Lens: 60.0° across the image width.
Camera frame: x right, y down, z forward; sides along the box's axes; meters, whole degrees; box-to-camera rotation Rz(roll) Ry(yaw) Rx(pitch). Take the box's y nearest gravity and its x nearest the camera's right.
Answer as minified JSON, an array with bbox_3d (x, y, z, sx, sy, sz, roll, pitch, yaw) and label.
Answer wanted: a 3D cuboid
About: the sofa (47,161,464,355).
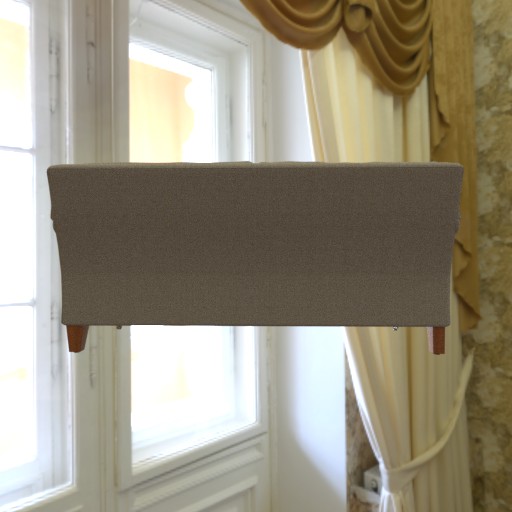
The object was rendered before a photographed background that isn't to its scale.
[{"bbox_3d":[0.000,0.000,2.745,2.160,1.054,1.087,0,0,1],"label":"sofa"}]
